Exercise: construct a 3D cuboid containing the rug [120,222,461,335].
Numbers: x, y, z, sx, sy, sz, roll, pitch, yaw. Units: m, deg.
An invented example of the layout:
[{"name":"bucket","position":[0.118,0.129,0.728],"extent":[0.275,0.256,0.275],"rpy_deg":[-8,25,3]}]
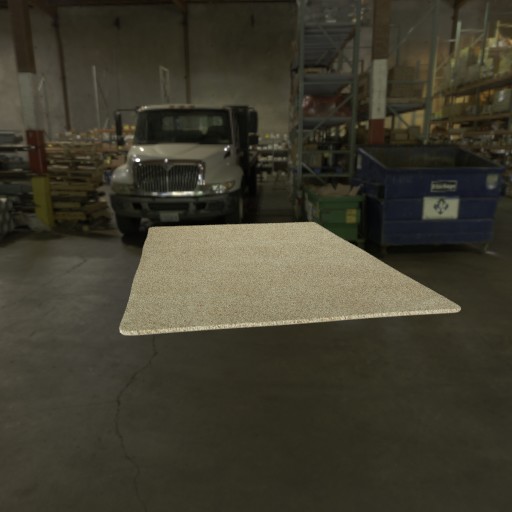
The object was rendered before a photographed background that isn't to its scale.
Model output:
[{"name":"rug","position":[0.000,0.000,3.526],"extent":[1.801,0.024,2.700],"rpy_deg":[-3,15,-10]}]
